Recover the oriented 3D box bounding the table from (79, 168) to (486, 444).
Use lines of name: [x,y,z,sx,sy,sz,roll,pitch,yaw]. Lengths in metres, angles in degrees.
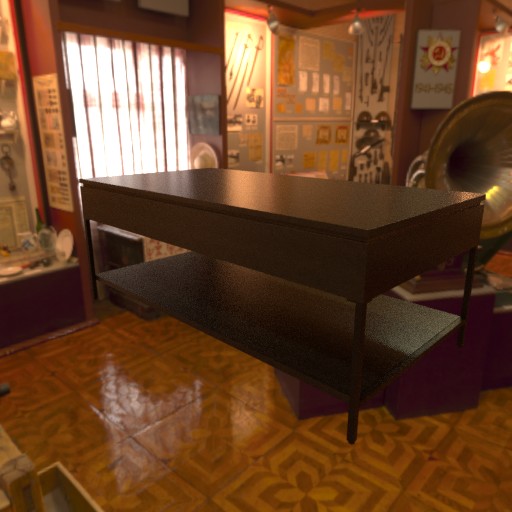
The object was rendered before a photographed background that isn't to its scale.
table: [0.000,0.000,1.370,1.095,0.435,0.574,15,22,42]
